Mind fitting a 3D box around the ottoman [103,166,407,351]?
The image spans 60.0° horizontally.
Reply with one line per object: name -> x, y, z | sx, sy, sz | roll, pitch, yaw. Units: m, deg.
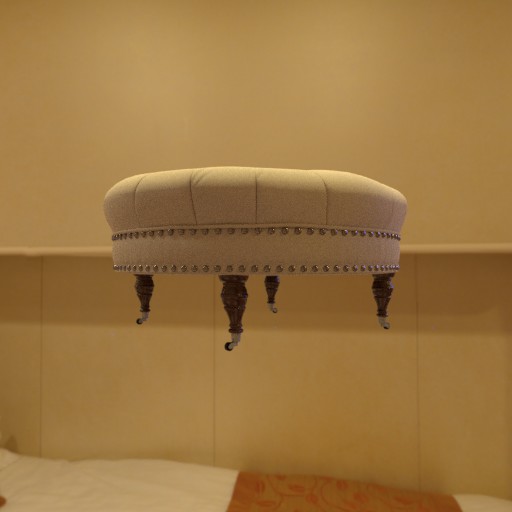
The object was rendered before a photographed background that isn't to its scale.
ottoman -> 0.000, 0.000, 1.379 | 0.901, 0.439, 0.901 | 0, -1, 0
